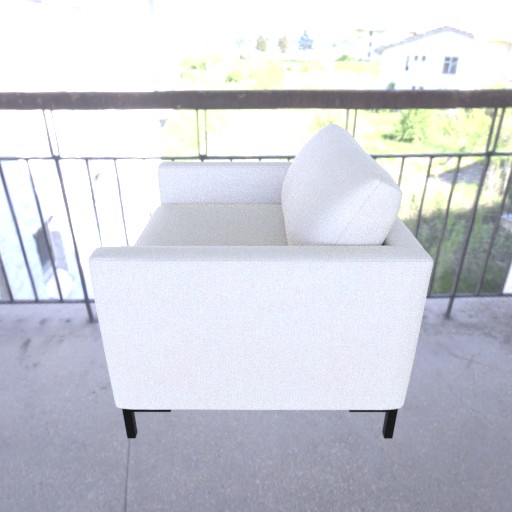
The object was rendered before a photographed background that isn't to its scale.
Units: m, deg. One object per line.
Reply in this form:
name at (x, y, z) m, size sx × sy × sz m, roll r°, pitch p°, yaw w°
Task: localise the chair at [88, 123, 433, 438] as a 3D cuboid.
chair at (0.000, 0.000, 1.581) m, size 0.875 × 0.806 × 0.964 m, roll 0°, pitch 26°, yaw 0°
